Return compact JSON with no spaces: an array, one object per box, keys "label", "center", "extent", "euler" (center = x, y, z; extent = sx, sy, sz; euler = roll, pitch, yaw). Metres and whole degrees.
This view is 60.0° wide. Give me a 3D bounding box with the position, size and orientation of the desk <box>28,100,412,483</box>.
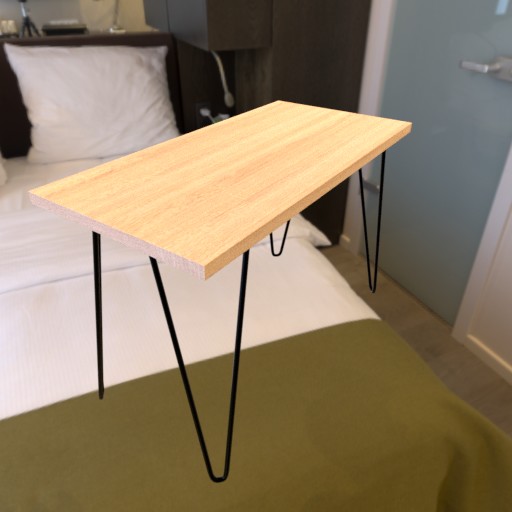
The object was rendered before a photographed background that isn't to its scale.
[{"label":"desk","center":[0.000,0.000,1.349],"extent":[0.499,0.660,0.991],"euler":[21,38,29]}]
